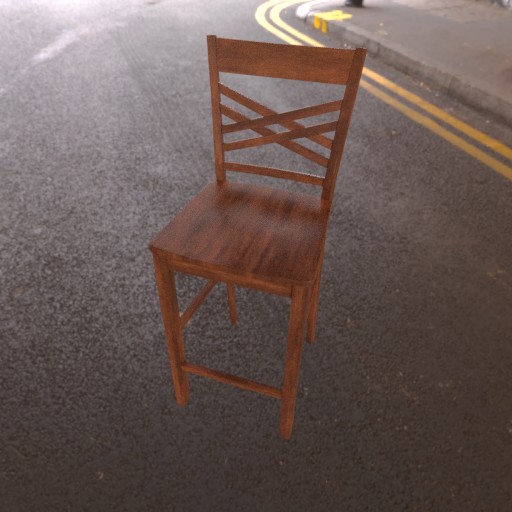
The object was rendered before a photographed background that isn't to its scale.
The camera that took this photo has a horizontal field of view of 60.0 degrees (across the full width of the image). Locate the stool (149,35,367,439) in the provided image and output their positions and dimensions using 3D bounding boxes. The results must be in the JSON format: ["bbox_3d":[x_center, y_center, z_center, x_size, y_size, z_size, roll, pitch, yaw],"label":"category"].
[{"bbox_3d":[0.000,0.000,1.340,0.433,1.105,0.487,12,41,14],"label":"stool"}]
